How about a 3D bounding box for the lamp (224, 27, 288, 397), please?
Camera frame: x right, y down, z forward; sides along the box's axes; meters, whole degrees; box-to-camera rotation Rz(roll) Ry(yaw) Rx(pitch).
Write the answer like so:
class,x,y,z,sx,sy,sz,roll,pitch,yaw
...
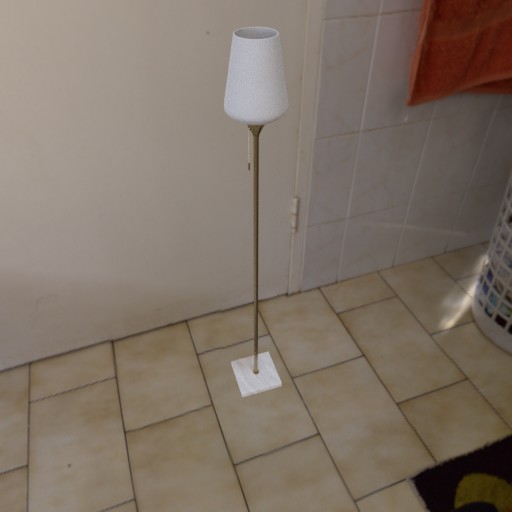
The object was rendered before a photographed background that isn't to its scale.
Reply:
class,x,y,z,sx,sy,sz,roll,pitch,yaw
lamp,0.000,0.000,1.955,0.232,1.813,0.229,-12,42,-14
